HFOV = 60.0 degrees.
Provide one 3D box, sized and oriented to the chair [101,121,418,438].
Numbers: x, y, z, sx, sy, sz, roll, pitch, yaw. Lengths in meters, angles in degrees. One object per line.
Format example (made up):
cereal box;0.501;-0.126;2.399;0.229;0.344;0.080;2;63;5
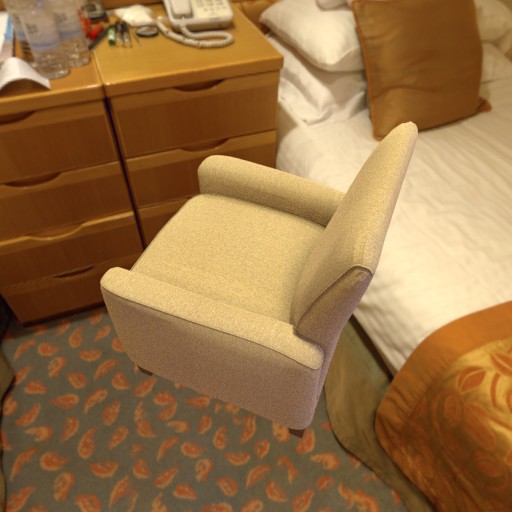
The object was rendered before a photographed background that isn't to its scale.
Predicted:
chair;0.000;0.000;1.648;0.864;1.014;0.848;17;49;16
